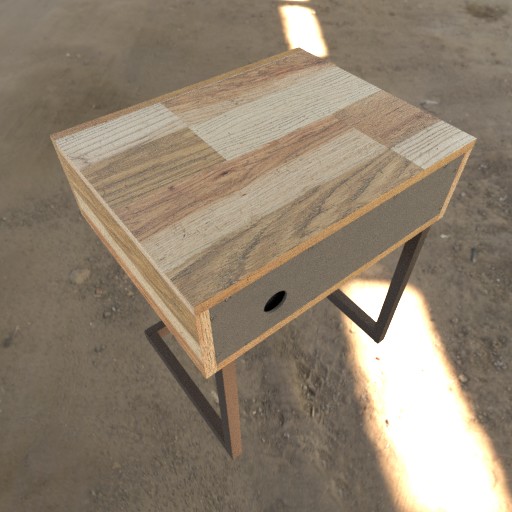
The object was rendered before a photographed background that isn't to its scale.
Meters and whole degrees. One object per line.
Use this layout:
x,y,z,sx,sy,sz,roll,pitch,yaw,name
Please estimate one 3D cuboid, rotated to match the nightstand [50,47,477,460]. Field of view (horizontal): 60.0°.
0.000,0.000,0.984,0.558,0.632,0.481,-30,55,-24,nightstand
